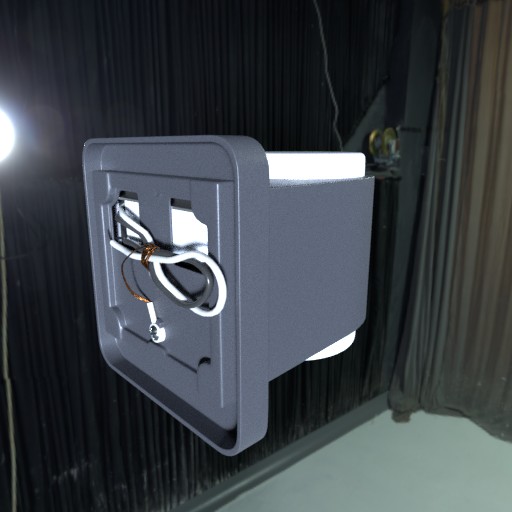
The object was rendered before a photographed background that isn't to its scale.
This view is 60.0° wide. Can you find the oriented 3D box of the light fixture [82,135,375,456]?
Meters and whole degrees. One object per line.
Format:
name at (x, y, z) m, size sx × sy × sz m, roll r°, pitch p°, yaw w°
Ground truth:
light fixture at (0.000, 0.000, 0.212) m, size 0.132 × 0.109 × 0.109 m, roll -13°, pitch 19°, yaw -42°
